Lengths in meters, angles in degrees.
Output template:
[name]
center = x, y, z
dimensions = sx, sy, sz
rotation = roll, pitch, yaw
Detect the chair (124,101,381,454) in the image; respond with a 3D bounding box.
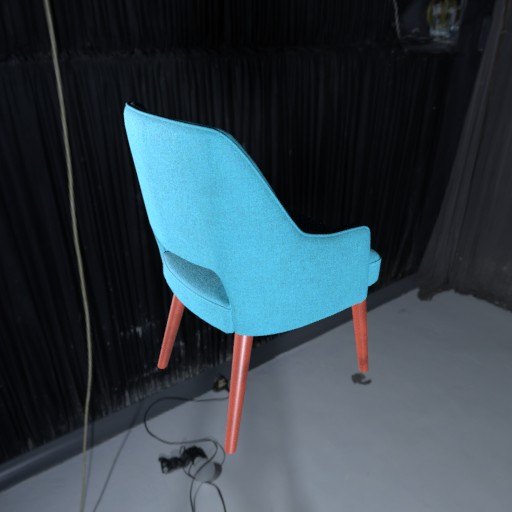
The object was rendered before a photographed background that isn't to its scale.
[chair]
center = 0.000, 0.000, 1.255
dimensions = 0.605, 0.849, 0.548
rotation = -19, 33, -32
